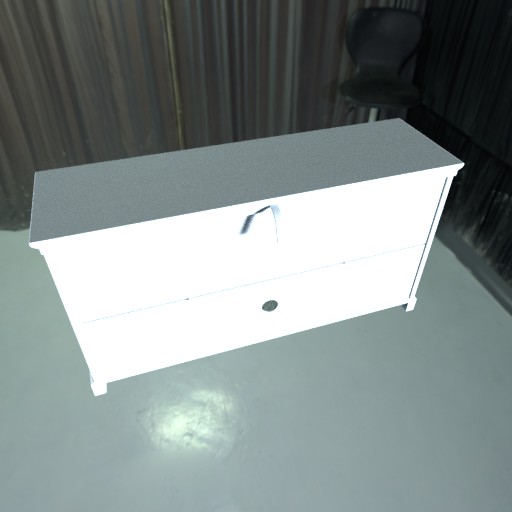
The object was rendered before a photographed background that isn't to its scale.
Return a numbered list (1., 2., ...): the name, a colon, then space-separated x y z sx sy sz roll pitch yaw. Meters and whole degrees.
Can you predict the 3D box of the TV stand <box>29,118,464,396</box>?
1. TV stand: 0.000 0.000 1.456 1.187 0.624 0.424 -12 42 -14
